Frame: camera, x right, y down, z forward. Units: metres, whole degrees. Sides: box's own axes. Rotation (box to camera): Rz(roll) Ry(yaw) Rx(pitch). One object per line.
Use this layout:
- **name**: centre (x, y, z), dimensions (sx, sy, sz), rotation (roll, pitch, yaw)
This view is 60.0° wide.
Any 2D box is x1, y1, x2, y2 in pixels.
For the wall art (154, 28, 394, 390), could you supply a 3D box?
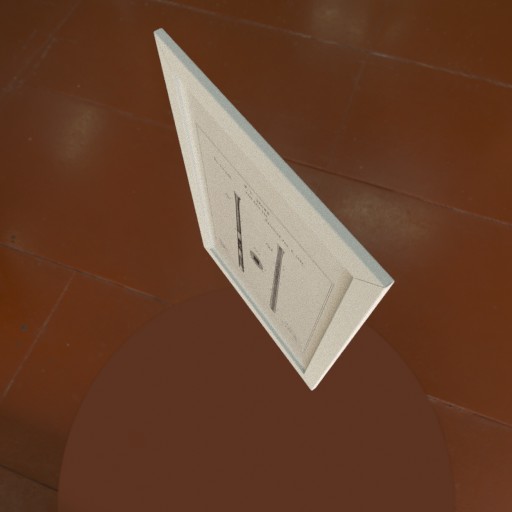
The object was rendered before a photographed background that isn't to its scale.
- **wall art**: centre (0.000, 0.000, 0.664), dimensions (0.012, 0.529, 0.374), rotation (-33, 69, -15)
